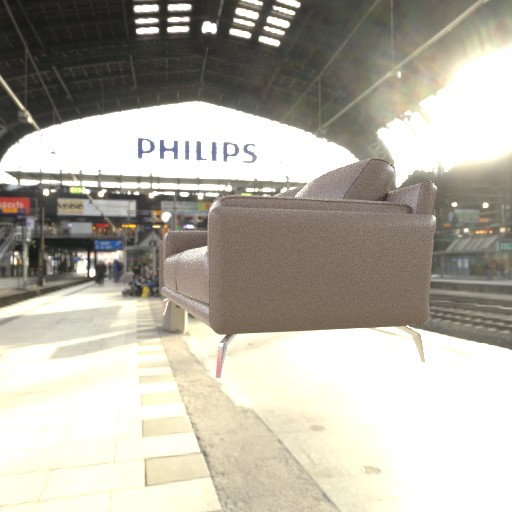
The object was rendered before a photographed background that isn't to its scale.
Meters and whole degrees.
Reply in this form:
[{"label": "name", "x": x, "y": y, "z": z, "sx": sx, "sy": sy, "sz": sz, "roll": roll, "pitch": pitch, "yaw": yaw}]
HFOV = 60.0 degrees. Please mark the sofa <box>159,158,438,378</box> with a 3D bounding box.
[{"label": "sofa", "x": 0.000, "y": 0.000, "z": 2.647, "sx": 1.049, "sy": 0.930, "sz": 2.101, "roll": 0, "pitch": -1, "yaw": -17}]
